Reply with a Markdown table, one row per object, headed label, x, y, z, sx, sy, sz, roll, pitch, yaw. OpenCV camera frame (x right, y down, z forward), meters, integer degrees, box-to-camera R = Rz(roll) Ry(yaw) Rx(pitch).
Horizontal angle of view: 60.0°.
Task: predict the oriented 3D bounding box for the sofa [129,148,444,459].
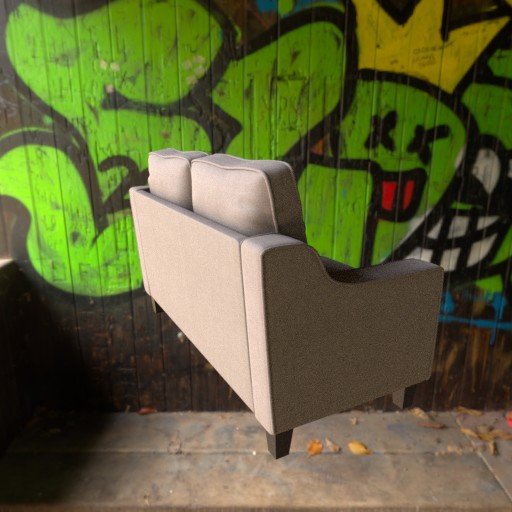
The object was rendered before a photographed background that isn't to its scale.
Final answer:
| label | x | y | z | sx | sy | sz | roll | pitch | yaw |
| --- | --- | --- | --- | --- | --- | --- | --- | --- | --- |
| sofa | 0.000 | 0.000 | 2.060 | 0.791 | 0.948 | 1.500 | -8 | 18 | -27 |
